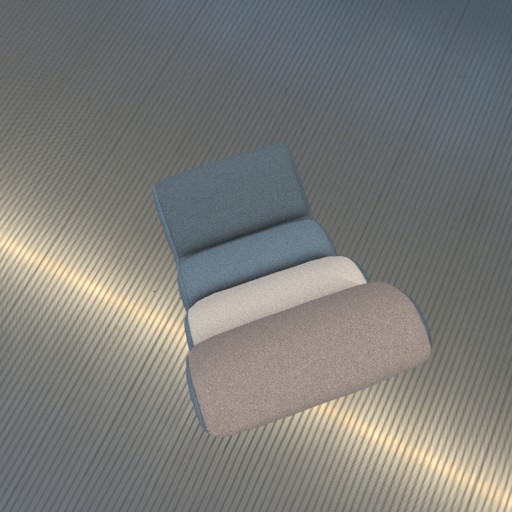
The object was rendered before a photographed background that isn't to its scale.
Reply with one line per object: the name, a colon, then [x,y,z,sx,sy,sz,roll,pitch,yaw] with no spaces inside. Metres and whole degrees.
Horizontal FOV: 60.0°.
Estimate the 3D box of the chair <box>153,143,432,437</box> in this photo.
chair: [0.000,0.000,1.052,0.420,0.641,0.661,-19,77,-5]
